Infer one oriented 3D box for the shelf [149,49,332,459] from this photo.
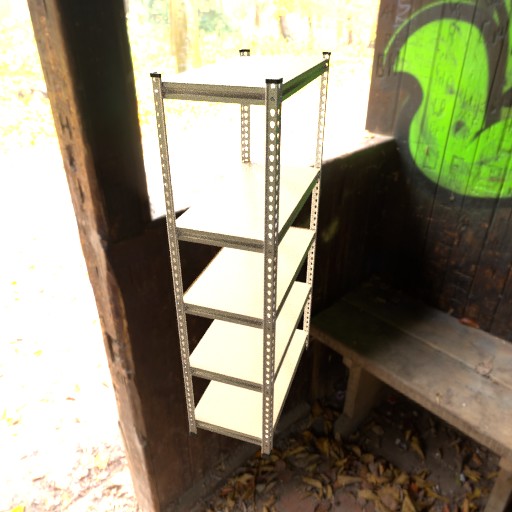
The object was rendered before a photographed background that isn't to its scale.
[{"bbox_3d":[0.000,0.000,2.253,0.457,1.829,0.914,9,31,16],"label":"shelf"}]
